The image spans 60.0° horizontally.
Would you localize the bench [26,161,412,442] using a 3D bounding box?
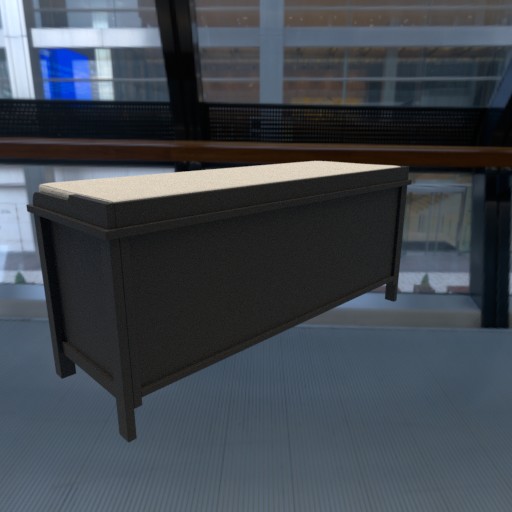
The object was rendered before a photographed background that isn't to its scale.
[{"bbox_3d":[0.000,0.000,1.357,1.140,0.501,0.398,-15,22,-43],"label":"bench"}]
